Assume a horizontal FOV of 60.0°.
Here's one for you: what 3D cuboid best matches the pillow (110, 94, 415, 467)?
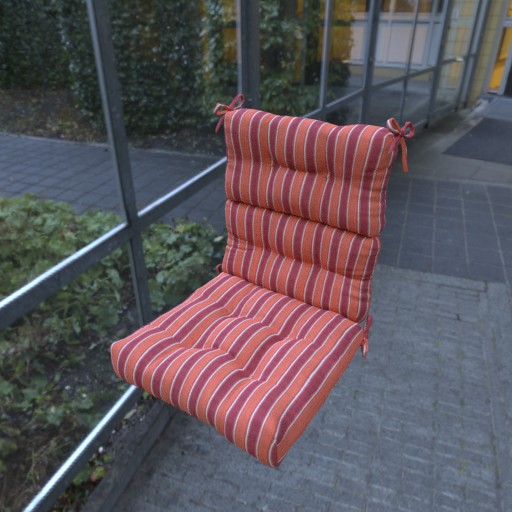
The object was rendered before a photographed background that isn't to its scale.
[{"bbox_3d":[0.000,0.000,1.029,0.519,0.605,0.571,18,34,29],"label":"pillow"}]
